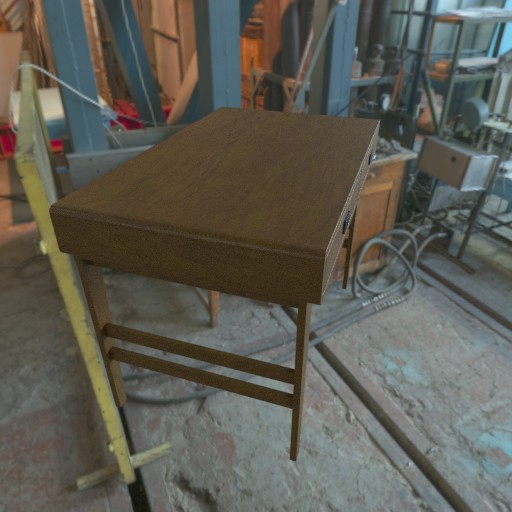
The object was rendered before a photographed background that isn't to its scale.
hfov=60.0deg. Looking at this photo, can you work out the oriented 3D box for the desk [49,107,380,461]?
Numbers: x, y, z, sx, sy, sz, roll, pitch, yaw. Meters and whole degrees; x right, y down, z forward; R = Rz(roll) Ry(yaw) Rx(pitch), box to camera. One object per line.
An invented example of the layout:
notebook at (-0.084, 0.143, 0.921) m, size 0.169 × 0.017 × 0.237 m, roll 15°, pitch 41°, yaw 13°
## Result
desk at (0.000, 0.000, 1.569) m, size 0.660 × 0.754 × 1.066 m, roll 10°, pitch 33°, yaw 16°
